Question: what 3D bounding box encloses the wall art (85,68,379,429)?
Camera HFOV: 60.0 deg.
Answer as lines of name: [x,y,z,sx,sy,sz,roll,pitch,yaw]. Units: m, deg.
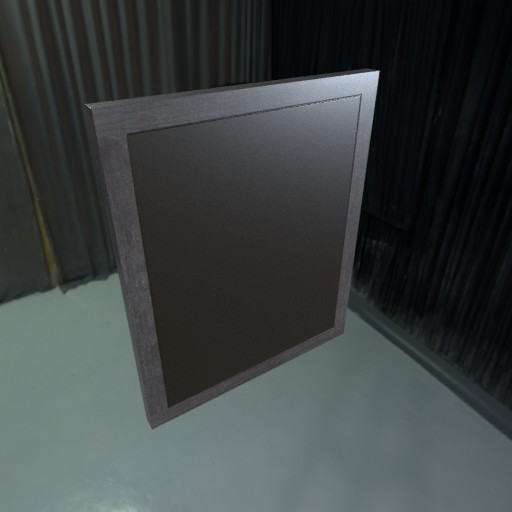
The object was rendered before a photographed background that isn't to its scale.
wall art: [0.000,0.000,0.792,0.479,0.580,0.027,-19,36,-28]
